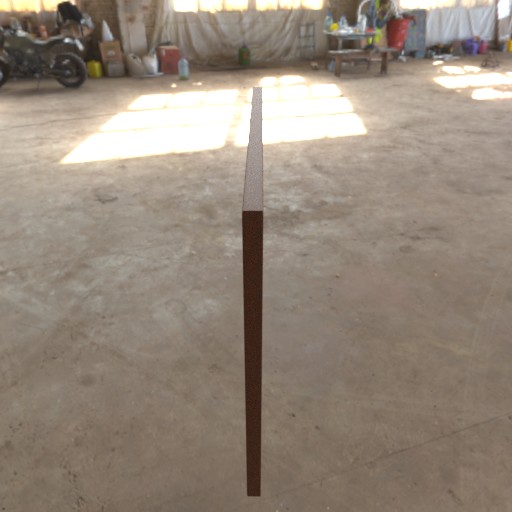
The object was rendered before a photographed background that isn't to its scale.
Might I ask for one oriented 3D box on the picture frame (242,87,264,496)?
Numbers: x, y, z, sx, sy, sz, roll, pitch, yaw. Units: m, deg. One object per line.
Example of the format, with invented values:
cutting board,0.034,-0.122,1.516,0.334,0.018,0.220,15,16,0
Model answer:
picture frame,0.000,0.000,1.740,0.045,1.018,1.329,0,31,1
